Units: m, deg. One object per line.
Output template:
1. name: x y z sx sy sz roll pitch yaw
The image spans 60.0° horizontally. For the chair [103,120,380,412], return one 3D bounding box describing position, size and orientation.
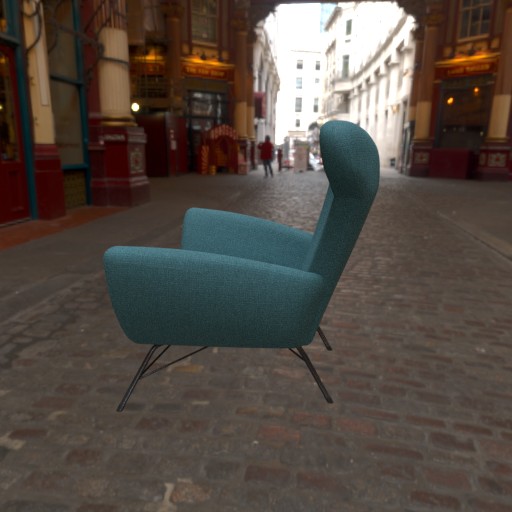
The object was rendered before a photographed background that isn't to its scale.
1. chair: 0.000 0.000 1.750 0.900 0.980 1.050 2 14 8
